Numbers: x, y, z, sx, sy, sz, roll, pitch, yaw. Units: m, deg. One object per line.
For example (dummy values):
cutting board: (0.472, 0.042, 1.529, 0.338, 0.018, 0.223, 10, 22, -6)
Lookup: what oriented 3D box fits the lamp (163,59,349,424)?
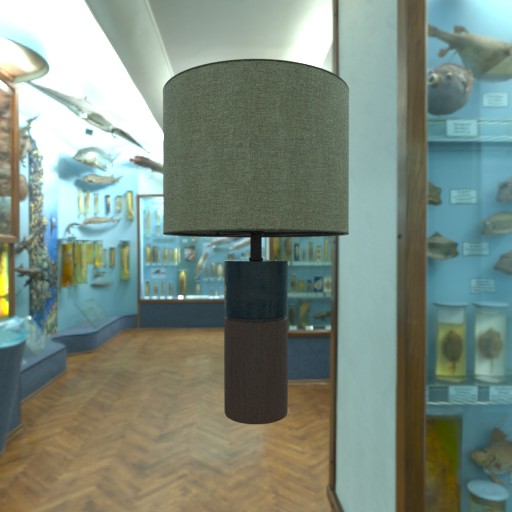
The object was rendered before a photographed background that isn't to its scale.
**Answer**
lamp: (0.000, 0.000, 0.493, 0.202, 0.350, 0.202, 0, 1, 0)
